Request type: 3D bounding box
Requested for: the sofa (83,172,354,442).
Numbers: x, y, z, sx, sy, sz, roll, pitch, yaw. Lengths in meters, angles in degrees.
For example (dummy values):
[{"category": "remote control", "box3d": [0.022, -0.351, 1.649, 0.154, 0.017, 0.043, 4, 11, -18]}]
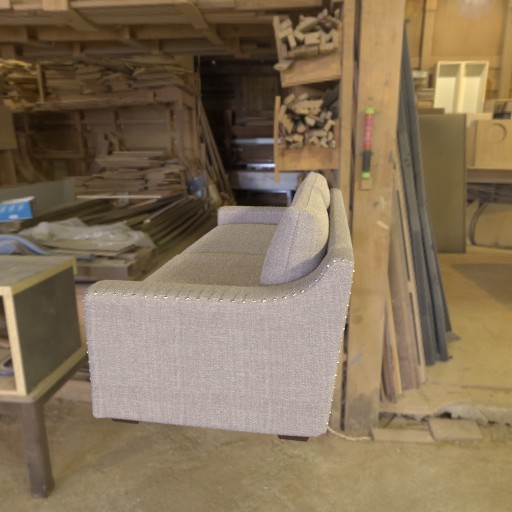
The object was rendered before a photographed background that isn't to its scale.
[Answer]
[{"category": "sofa", "box3d": [0.000, 0.000, 2.603, 1.000, 0.857, 2.208, 2, 15, 9]}]
